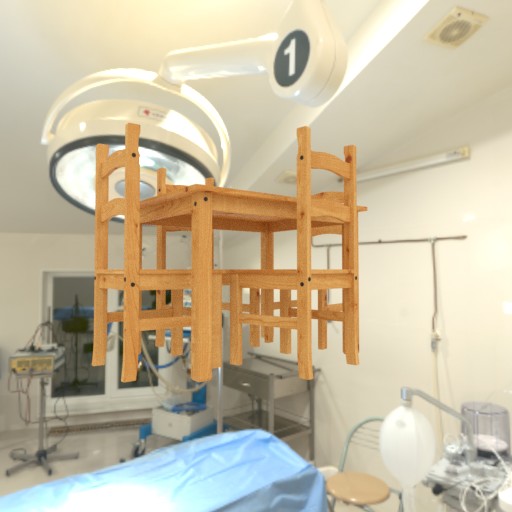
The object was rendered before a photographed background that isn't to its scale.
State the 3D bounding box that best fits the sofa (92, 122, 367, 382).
[{"bbox_3d":[0.000,0.000,2.298,1.529,1.000,1.144,1,-2,-37],"label":"sofa"}]
